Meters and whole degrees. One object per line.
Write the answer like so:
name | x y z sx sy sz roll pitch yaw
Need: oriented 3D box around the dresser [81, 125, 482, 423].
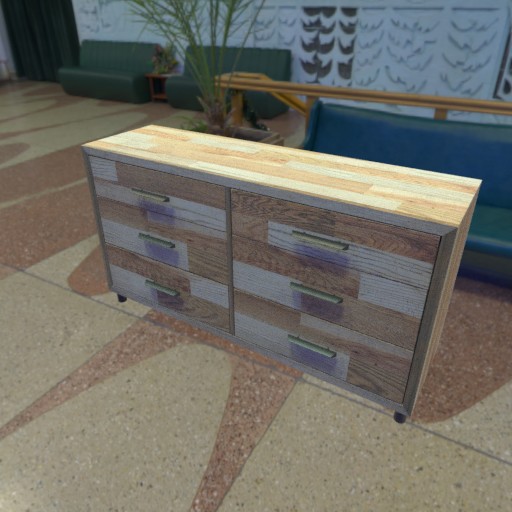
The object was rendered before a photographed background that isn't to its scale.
dresser | 0.000 0.000 1.920 1.547 0.834 0.487 17 34 27
